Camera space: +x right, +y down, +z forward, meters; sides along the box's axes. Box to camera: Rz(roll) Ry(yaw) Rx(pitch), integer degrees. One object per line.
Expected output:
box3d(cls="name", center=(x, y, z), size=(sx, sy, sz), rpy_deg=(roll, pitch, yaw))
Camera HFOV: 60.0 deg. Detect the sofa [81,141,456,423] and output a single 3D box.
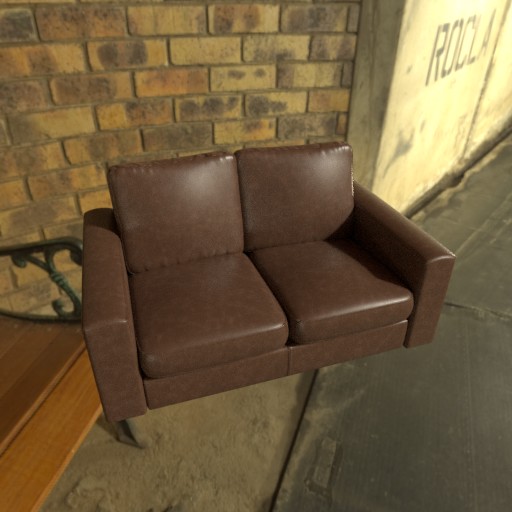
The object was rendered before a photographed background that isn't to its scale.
box3d(cls="sofa", center=(0.000, 0.000, 2.224), size=(1.616, 0.873, 1.016), rpy_deg=(-10, 33, -15))
